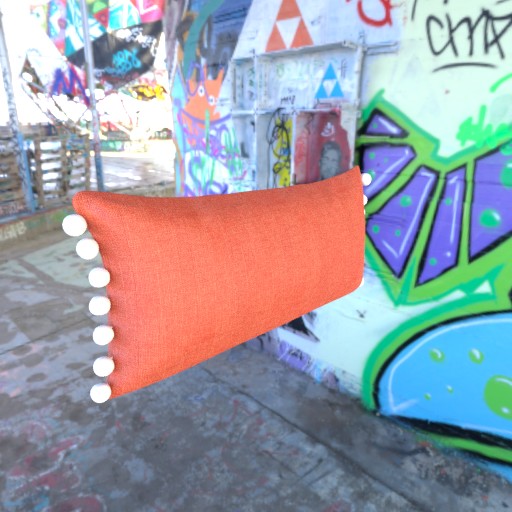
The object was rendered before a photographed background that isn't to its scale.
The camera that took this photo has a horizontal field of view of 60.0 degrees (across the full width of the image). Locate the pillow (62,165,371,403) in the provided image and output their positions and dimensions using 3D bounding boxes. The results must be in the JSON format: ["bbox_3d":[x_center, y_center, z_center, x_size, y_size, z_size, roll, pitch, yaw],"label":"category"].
[{"bbox_3d":[0.000,0.000,0.846,0.709,0.322,0.201,-16,24,-41],"label":"pillow"}]
